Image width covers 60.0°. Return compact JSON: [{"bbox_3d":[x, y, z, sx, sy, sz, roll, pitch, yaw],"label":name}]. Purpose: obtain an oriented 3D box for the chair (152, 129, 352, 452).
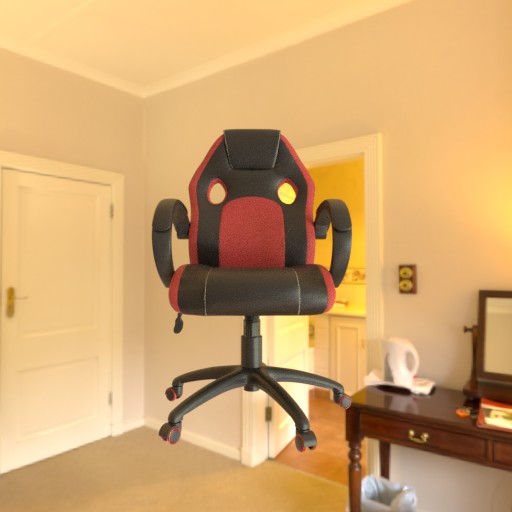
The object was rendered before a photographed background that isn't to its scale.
[{"bbox_3d":[0.000,0.000,1.704,0.750,1.189,0.783,0,-1,-1],"label":"chair"}]
